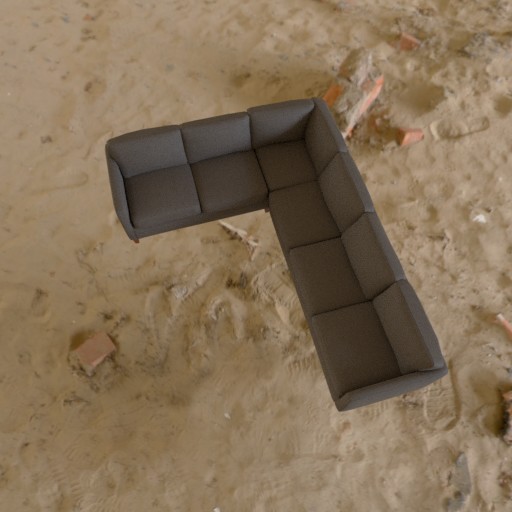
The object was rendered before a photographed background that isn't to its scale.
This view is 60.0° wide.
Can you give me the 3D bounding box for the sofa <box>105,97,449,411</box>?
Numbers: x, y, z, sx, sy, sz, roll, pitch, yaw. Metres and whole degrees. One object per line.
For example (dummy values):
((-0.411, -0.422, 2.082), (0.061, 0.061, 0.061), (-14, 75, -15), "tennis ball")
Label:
((0.000, 0.000, 4.519), (2.593, 0.947, 3.302), (-14, 65, -7), "sofa")
